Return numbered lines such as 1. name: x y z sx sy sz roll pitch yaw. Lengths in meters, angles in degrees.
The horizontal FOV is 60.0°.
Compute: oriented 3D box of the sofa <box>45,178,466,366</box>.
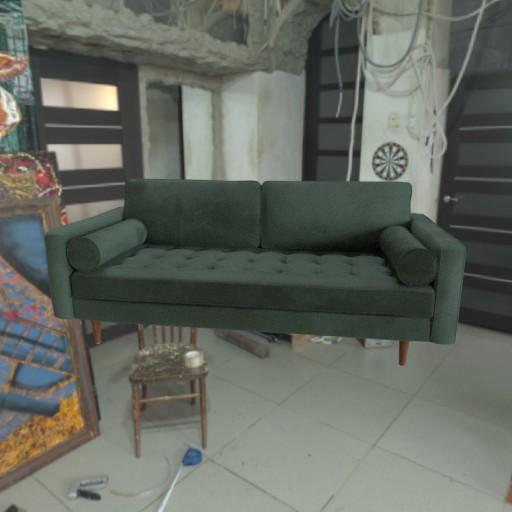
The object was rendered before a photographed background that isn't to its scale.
1. sofa: 0.000 0.000 2.377 1.880 0.772 0.916 2 14 9
